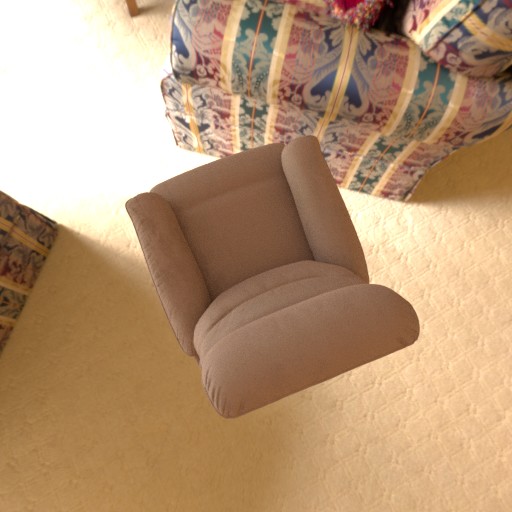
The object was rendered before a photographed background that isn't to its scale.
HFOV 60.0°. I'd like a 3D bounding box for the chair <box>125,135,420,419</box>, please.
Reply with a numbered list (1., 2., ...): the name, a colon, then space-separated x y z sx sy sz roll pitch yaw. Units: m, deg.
1. chair: 0.000 0.000 1.744 0.820 1.037 1.004 -21 76 -5
